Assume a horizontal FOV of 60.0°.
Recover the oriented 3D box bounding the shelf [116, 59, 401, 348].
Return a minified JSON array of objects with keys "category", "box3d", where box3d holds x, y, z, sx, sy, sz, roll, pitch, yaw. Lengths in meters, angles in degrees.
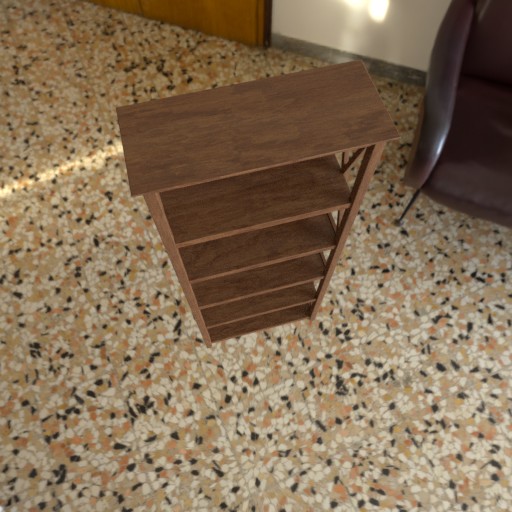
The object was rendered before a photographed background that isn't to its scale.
[{"category":"shelf","box3d":[0.000,0.000,2.202,0.805,1.905,0.335,-14,66,-6]}]
